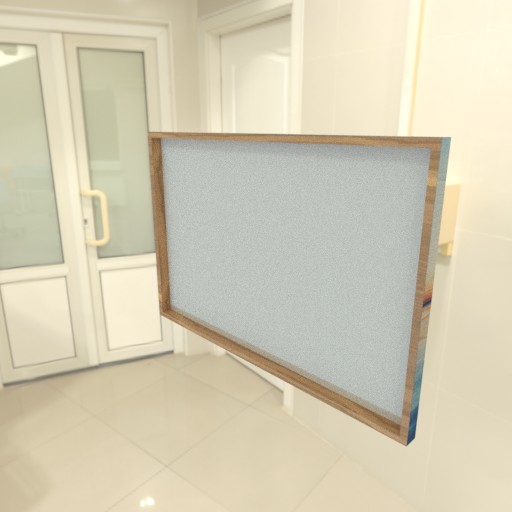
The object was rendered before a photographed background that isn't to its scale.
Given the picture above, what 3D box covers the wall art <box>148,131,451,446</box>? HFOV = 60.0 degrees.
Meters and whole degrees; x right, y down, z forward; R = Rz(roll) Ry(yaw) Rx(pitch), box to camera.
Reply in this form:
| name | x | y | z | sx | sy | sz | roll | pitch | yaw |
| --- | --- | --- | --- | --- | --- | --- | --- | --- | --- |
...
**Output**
| name | x | y | z | sx | sy | sz | roll | pitch | yaw |
| --- | --- | --- | --- | --- | --- | --- | --- | --- | --- |
| wall art | 0.000 | 0.000 | 1.136 | 0.037 | 0.605 | 0.911 | -15 | 22 | -42 |
